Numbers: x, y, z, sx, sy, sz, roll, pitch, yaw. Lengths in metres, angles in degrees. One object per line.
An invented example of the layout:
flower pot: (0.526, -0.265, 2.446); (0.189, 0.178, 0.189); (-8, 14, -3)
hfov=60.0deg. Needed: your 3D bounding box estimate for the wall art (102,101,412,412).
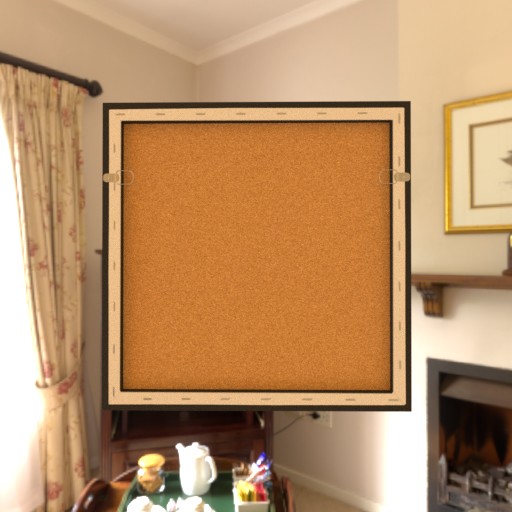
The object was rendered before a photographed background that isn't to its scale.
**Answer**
wall art: (0.000, 0.000, 1.106); (0.758, 0.758, 0.044); (0, -1, 1)
